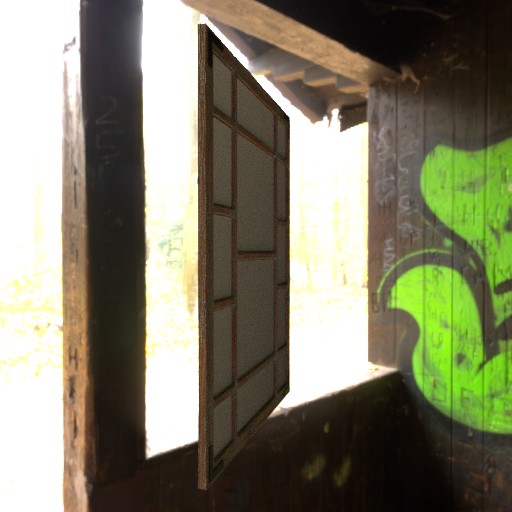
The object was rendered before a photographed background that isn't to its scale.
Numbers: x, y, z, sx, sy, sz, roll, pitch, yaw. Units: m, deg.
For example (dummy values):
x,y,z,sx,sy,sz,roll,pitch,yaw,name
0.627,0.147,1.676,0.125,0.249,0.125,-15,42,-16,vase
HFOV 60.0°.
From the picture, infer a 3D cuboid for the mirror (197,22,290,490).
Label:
x,y,z,sx,sy,sz,roll,pitch,yaw,name
0.000,0.000,1.278,0.025,0.996,0.705,0,1,19,mirror
